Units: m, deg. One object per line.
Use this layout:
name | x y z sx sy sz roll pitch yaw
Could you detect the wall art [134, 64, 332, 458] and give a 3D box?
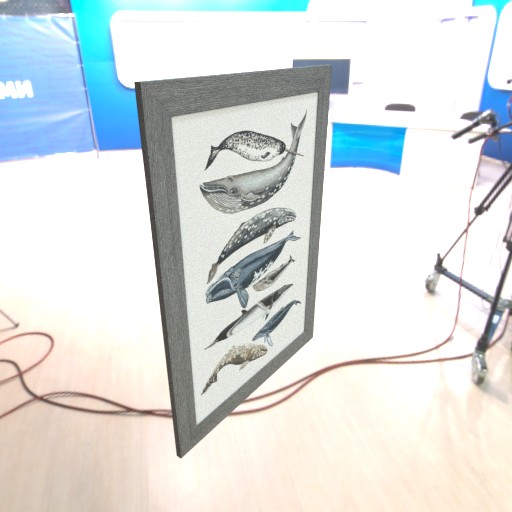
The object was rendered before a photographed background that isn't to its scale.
wall art | 0.000 0.000 1.387 0.020 1.070 0.768 19 32 33
